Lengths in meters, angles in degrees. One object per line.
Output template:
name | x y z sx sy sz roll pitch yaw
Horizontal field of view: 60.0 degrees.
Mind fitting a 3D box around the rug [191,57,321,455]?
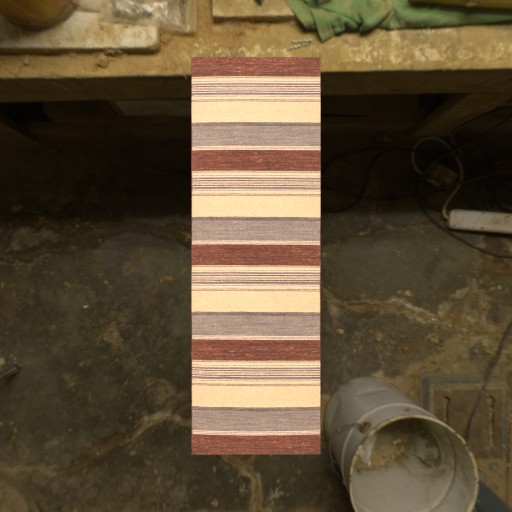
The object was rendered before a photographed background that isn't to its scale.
rug | 0.000 0.000 2.721 0.792 0.006 2.437 0 90 0
